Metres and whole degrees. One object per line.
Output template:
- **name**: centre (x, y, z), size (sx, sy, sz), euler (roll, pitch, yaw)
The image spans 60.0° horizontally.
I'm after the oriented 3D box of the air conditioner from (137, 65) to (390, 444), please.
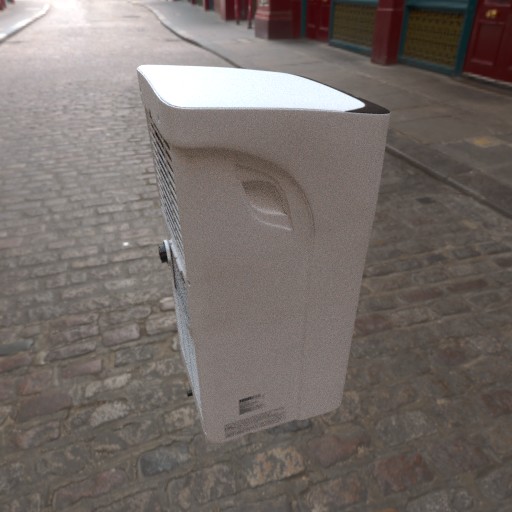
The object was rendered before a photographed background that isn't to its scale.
- **air conditioner**: centre (0.000, 0.000, 0.909), size (0.369, 0.716, 0.352), euler (-10, 33, -16)
